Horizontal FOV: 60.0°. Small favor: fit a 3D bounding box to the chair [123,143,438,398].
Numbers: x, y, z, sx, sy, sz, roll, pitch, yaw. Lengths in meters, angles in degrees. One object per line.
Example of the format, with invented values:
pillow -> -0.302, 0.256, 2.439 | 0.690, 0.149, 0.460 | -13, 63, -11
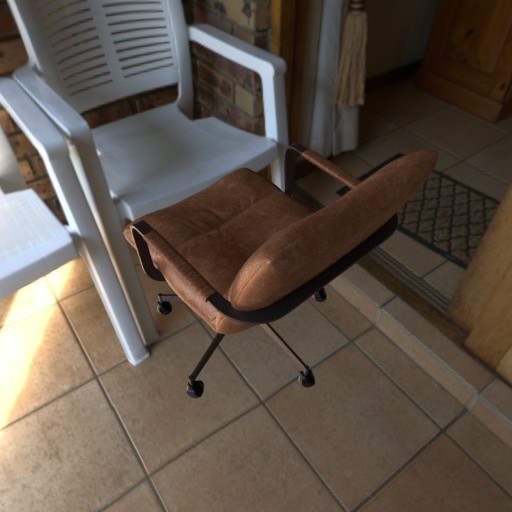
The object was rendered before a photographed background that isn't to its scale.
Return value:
chair -> 0.000, 0.000, 1.457 | 0.727, 0.922, 0.754 | -32, 54, -28
